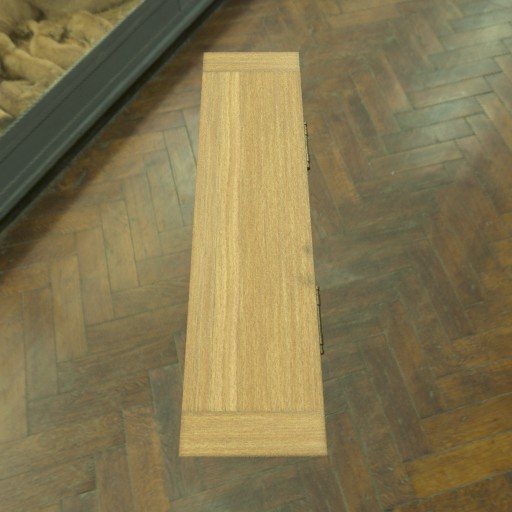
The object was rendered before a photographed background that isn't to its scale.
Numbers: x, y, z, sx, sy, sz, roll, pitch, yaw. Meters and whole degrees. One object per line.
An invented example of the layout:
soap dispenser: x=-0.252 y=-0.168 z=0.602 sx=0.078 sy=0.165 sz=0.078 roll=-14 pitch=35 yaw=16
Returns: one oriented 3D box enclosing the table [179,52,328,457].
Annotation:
table: x=0.000 y=0.000 z=1.914 sx=0.442 sy=0.762 sz=1.599 roll=0 pitch=64 yaw=0
